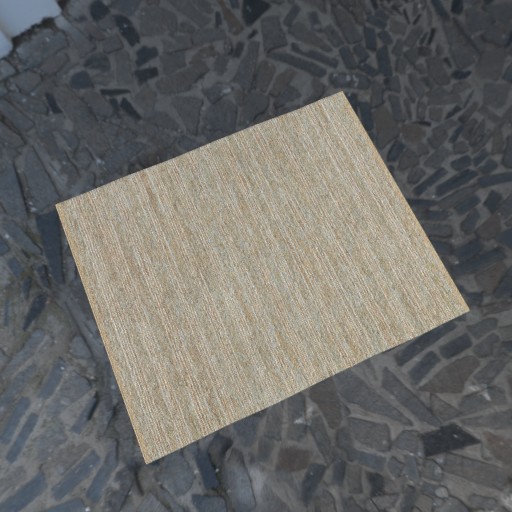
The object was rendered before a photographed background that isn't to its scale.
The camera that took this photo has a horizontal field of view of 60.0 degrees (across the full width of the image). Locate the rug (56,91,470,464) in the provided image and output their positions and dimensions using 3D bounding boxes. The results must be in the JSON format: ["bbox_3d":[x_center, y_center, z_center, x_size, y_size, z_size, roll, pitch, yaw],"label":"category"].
[{"bbox_3d":[0.000,0.000,4.036,3.034,0.012,2.471,-23,76,-6],"label":"rug"}]
